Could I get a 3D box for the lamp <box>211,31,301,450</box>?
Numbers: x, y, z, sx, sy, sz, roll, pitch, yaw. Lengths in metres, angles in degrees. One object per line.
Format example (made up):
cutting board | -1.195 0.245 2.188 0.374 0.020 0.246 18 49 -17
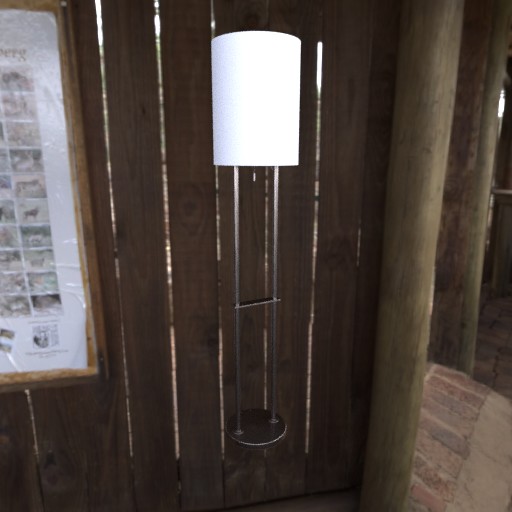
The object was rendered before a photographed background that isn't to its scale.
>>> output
lamp | 0.000 0.000 1.689 0.306 1.500 0.305 -7 15 -27
